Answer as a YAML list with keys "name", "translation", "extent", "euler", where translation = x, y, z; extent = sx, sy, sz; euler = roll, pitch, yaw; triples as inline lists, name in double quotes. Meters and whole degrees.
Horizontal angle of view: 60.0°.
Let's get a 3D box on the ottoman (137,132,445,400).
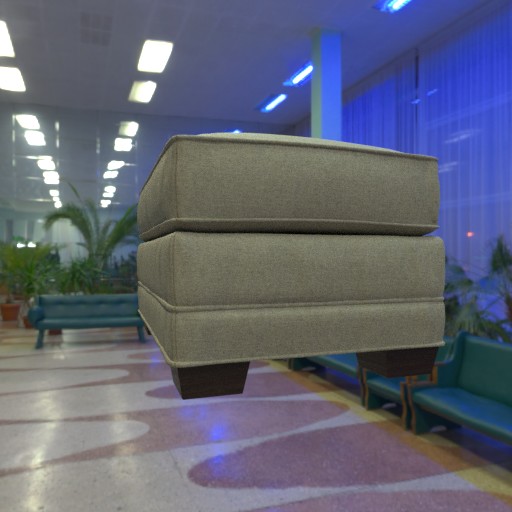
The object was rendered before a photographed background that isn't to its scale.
- name: "ottoman"
  translation: [0.000, 0.000, 1.238]
  extent: [0.611, 0.508, 0.848]
  euler: [0, 0, -19]
